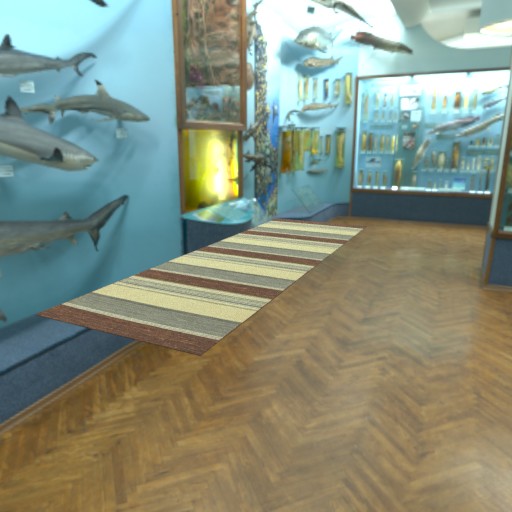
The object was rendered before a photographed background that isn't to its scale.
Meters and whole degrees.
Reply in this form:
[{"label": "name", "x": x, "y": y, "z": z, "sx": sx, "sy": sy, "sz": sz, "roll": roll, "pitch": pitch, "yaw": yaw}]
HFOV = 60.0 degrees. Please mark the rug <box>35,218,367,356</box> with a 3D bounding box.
[{"label": "rug", "x": 0.000, "y": 0.000, "z": 2.678, "sx": 0.792, "sy": 0.006, "sz": 2.437, "roll": 7, "pitch": 17, "yaw": 25}]
